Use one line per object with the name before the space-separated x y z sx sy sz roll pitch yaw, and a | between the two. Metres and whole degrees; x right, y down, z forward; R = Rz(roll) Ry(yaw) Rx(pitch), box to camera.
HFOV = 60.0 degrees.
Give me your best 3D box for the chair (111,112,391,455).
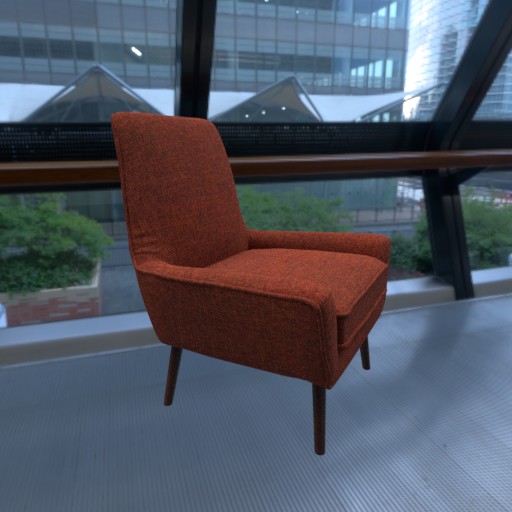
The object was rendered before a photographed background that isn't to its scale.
chair | 0.000 0.000 1.476 0.784 0.911 0.803 7 15 26
